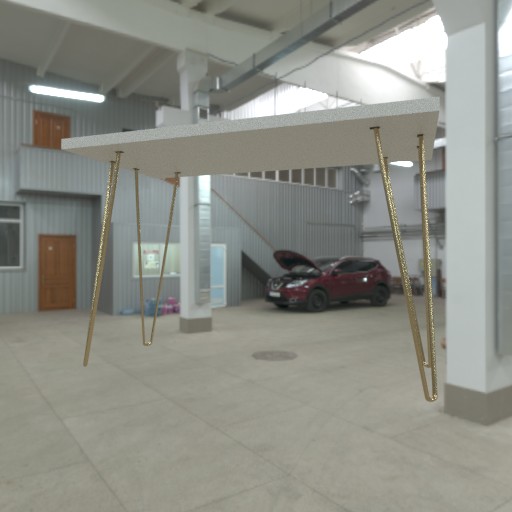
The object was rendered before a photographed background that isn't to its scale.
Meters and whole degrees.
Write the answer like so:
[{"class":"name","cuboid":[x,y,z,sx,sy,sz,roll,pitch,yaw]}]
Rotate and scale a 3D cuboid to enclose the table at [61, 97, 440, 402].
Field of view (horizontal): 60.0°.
[{"class":"table","cuboid":[0.000,0.000,1.320,0.991,0.660,0.498,0,0,20]}]
